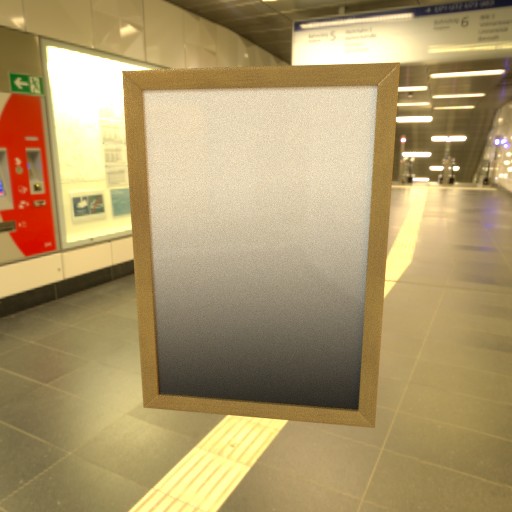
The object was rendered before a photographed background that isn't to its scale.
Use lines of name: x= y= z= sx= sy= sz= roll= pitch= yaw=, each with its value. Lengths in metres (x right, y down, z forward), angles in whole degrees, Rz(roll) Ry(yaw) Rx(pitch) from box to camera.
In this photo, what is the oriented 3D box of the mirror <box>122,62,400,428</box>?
mirror: x=0.000 y=0.000 z=0.899 sx=0.507 sy=0.710 sz=0.040 roll=2 pitch=13 yaw=8
